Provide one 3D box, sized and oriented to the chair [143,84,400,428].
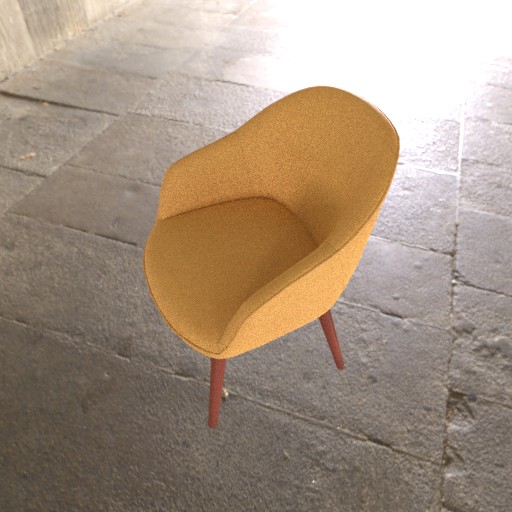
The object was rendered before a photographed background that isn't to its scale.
[{"bbox_3d":[0.000,0.000,1.292,0.635,0.823,0.596,-19,49,-17],"label":"chair"}]
